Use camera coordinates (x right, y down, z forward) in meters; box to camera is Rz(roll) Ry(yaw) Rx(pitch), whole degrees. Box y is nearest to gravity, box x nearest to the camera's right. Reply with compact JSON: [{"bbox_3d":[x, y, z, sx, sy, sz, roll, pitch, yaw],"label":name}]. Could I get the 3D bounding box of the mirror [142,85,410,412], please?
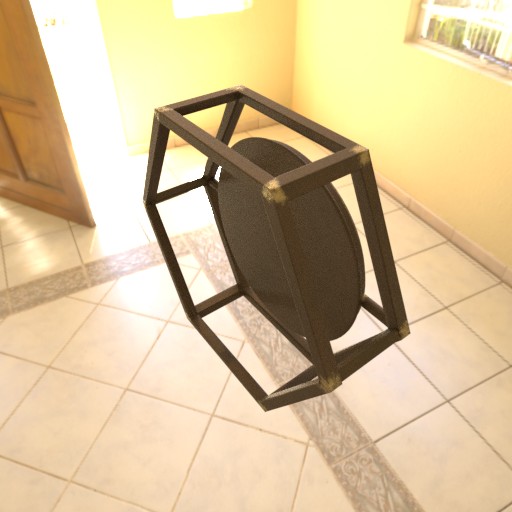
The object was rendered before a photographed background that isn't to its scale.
[{"bbox_3d":[0.000,0.000,0.541,0.119,0.334,0.380,-26,48,-27],"label":"mirror"}]
